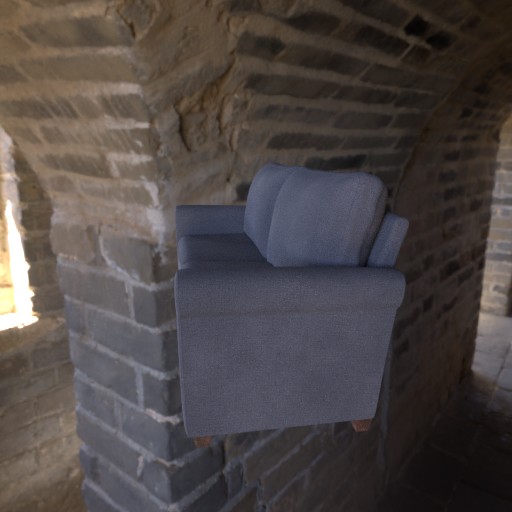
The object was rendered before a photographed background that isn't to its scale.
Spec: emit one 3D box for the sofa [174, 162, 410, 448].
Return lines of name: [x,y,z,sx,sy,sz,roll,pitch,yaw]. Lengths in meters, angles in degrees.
sofa: [0.000,0.000,2.363,0.842,0.942,1.935,-2,13,-10]
